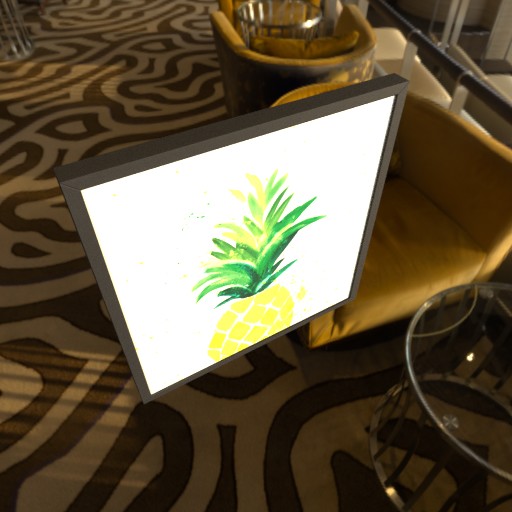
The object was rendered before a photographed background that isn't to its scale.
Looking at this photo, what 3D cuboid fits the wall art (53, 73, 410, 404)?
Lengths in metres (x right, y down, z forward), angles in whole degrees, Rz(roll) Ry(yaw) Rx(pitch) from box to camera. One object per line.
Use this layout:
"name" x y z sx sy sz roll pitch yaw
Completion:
"wall art" 0.000 0.000 0.756 0.508 0.507 0.033 -22 49 -21
